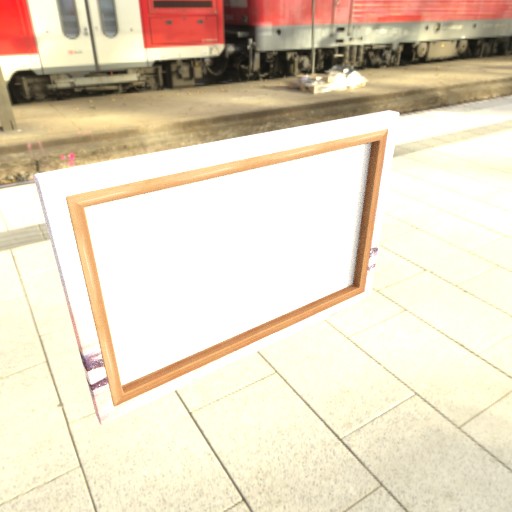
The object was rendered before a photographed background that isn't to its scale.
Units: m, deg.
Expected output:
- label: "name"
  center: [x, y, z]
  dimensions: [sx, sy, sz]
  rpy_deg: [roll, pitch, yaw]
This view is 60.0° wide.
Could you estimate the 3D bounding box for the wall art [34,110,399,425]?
- label: "wall art"
  center: [0.000, 0.000, 1.130]
  dimensions: [0.913, 0.609, 0.038]
  rpy_deg: [-19, 35, -29]
